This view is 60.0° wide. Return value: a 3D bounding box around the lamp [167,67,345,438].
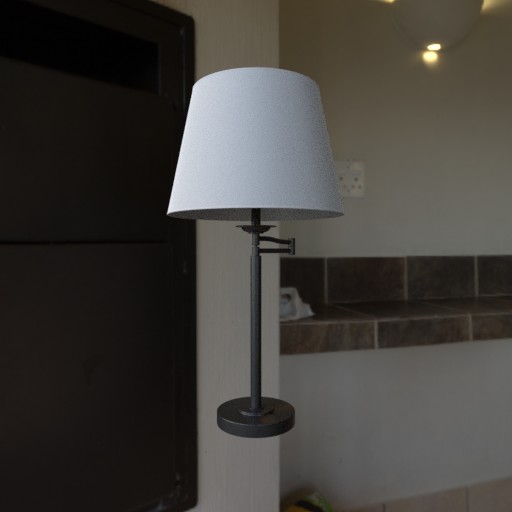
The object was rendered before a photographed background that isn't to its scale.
[{"bbox_3d":[0.000,0.000,0.924,0.363,0.696,0.363,0,1,0],"label":"lamp"}]
